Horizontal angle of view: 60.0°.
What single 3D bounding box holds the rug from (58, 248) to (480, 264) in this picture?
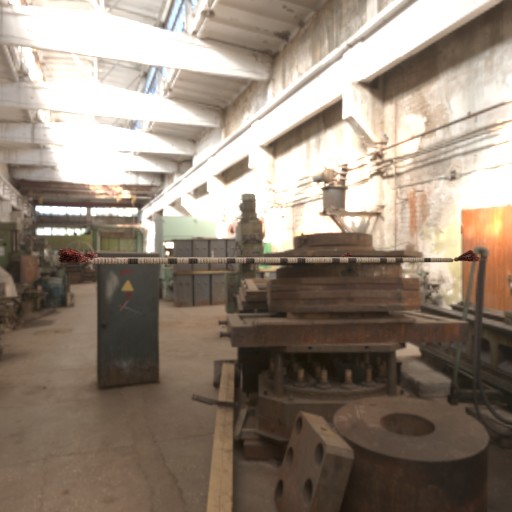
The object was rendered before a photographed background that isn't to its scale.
[{"bbox_3d":[0.000,0.000,2.662,2.069,0.067,1.444,0,0,-19],"label":"rug"}]
